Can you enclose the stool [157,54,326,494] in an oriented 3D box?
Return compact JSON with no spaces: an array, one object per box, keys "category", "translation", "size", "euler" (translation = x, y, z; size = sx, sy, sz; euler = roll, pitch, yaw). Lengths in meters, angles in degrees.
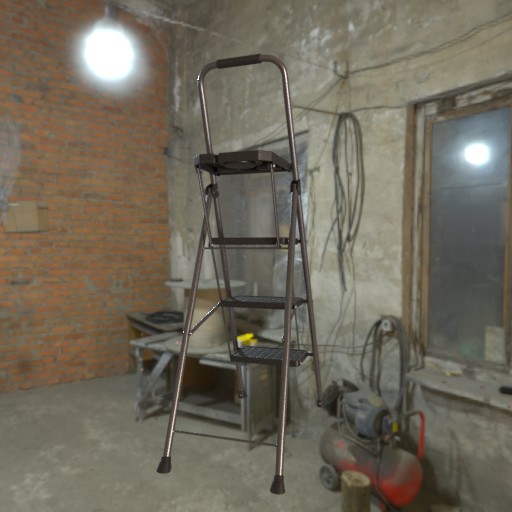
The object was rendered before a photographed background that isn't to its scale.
[{"category":"stool","translation":[0.000,0.000,1.591],"size":[0.396,1.277,0.733],"euler":[0,1,18]}]
